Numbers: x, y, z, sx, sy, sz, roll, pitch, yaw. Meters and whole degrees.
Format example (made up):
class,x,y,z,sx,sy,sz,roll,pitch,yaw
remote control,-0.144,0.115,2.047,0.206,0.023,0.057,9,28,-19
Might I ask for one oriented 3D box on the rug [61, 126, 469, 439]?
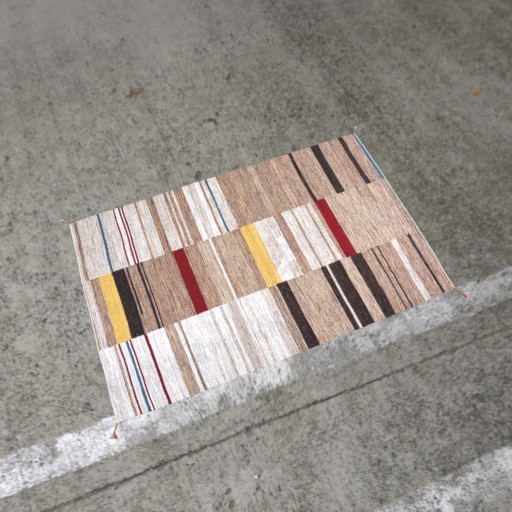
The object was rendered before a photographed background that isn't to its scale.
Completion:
class,x,y,z,sx,sy,sz,roll,pitch,yaw
rug,0.000,0.000,2.410,1.918,0.007,1.268,-20,65,-9
